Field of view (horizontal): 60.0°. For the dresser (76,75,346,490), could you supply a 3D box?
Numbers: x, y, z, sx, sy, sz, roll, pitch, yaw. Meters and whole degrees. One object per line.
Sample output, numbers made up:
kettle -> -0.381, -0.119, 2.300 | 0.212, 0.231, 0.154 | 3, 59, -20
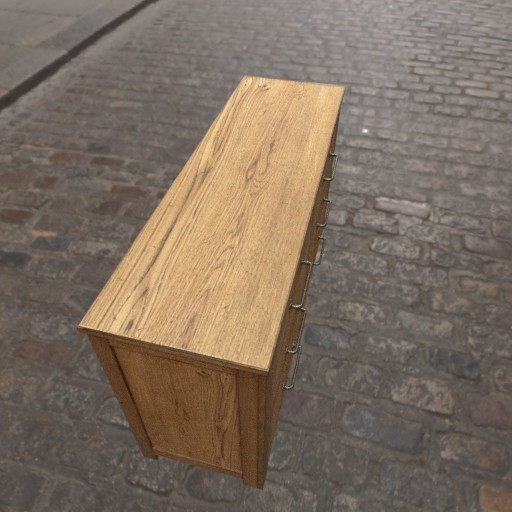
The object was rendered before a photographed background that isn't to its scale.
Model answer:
dresser -> 0.000, 0.000, 2.029 | 0.563, 0.932, 1.657 | 10, 46, 10
